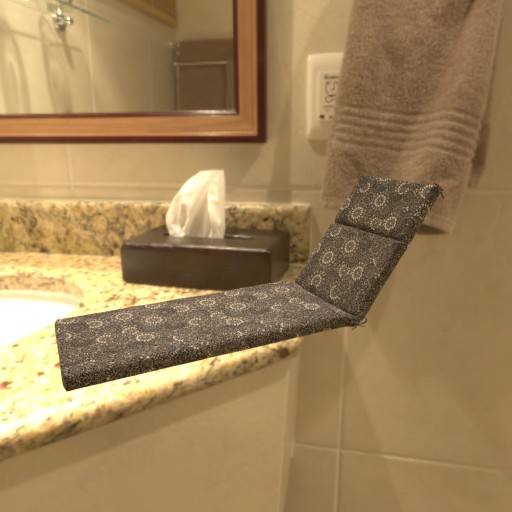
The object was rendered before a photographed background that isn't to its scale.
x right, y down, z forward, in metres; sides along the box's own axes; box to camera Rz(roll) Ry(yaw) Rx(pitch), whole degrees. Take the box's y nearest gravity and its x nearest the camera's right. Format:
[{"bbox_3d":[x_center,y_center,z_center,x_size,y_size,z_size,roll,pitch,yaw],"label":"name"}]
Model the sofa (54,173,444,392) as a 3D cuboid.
[{"bbox_3d":[0.000,0.000,1.947,1.663,0.622,0.582,-8,18,-25],"label":"sofa"}]
